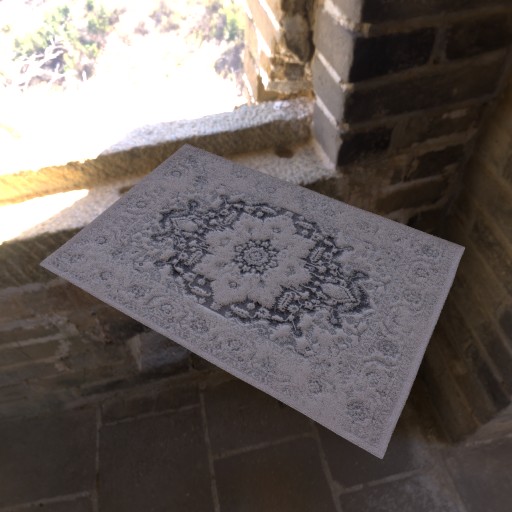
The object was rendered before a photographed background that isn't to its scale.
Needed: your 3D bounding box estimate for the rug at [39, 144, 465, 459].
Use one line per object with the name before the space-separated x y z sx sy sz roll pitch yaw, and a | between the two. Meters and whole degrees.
rug | 0.000 0.000 2.265 1.813 0.008 1.223 24 53 20
